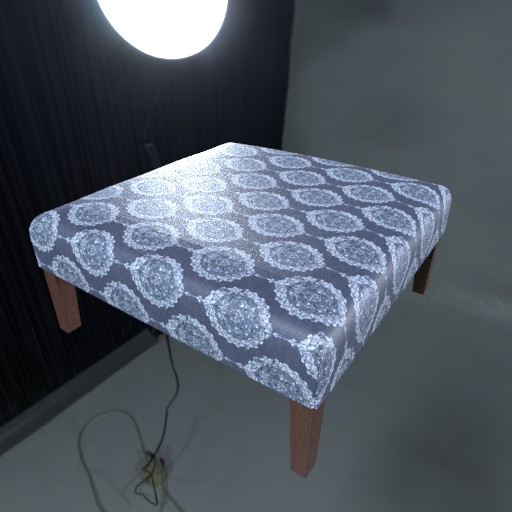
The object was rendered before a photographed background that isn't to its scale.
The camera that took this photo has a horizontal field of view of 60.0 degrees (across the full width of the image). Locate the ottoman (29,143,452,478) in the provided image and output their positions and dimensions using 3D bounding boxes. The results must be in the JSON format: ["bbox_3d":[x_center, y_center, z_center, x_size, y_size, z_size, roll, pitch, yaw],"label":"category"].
[{"bbox_3d":[0.000,0.000,1.361,0.890,0.409,0.889,20,36,29],"label":"ottoman"}]
